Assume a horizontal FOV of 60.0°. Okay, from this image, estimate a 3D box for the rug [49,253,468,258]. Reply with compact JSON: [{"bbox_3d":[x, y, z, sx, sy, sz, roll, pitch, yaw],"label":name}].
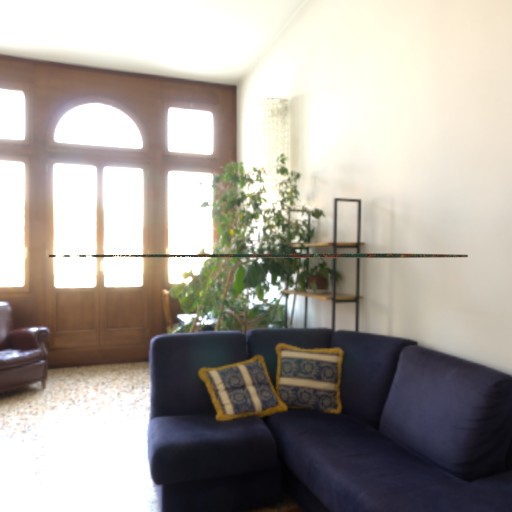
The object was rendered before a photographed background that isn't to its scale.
[{"bbox_3d":[0.000,0.000,2.321,1.836,0.014,1.216,0,0,35],"label":"rug"}]
